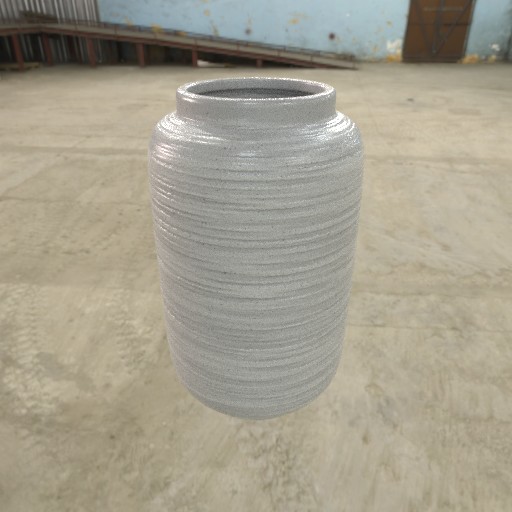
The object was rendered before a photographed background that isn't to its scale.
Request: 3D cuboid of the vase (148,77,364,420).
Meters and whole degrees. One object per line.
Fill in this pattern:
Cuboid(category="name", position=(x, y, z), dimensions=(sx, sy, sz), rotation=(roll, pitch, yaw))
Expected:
Cuboid(category="vase", position=(0.000, 0.000, 0.466), dimensions=(0.202, 0.335, 0.202), rotation=(0, 29, 0))
